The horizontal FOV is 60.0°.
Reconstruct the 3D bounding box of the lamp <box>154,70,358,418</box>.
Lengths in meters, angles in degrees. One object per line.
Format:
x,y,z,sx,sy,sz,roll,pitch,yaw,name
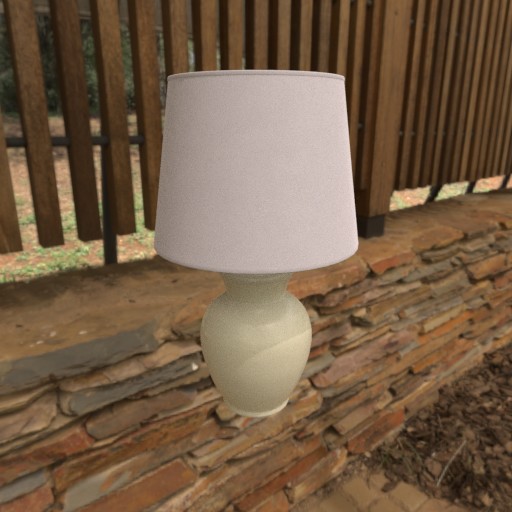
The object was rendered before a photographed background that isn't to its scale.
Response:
0.000,0.000,0.537,0.239,0.399,0.239,0,17,0,lamp
